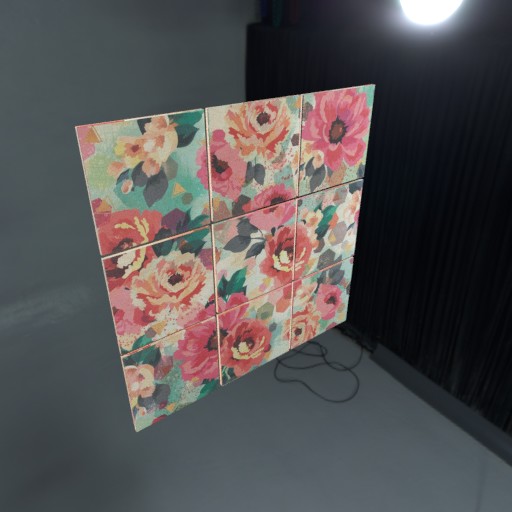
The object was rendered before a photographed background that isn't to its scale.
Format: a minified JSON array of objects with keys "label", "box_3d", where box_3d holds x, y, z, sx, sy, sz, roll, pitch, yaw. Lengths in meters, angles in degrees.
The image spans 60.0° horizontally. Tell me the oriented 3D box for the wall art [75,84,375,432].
[{"label":"wall art","box_3d":[0.000,0.000,1.358,0.911,0.910,0.012,-20,35,-32]}]
